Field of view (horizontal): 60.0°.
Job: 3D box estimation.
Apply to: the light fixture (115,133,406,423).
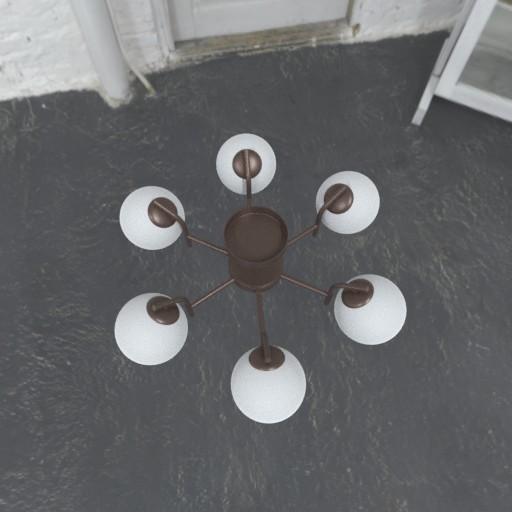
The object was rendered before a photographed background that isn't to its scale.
[{"bbox_3d":[0.000,0.000,0.939,0.662,0.201,0.662,0,65,0],"label":"light fixture"}]
